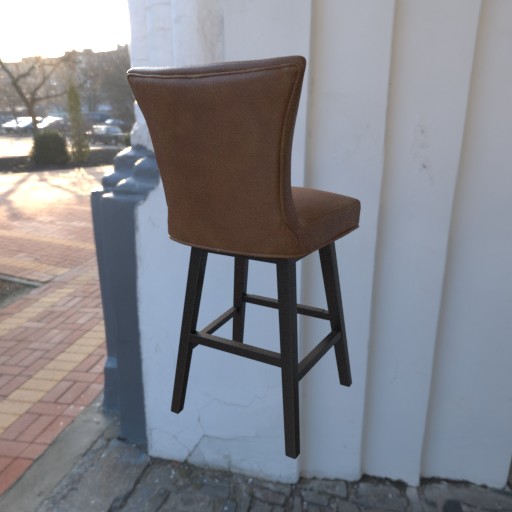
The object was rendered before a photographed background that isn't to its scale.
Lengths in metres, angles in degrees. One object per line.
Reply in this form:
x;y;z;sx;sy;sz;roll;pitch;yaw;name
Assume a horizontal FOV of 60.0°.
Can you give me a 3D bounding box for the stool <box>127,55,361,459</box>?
0.000;0.000;1.411;0.522;1.094;0.585;9;19;28;stool
